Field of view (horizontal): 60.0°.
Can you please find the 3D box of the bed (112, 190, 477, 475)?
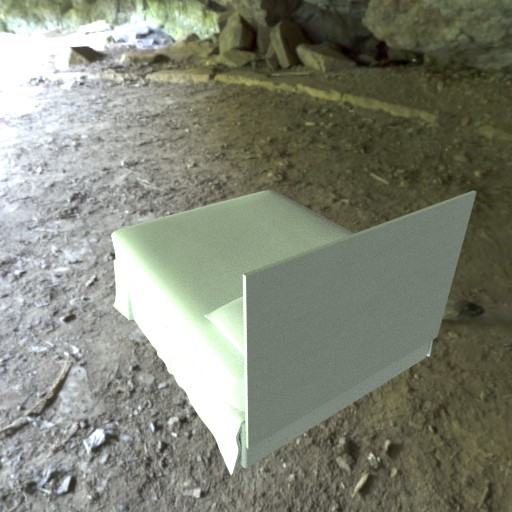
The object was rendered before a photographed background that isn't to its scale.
[{"bbox_3d":[0.000,0.000,3.256,1.745,1.335,2.094,-19,36,-29],"label":"bed"}]
